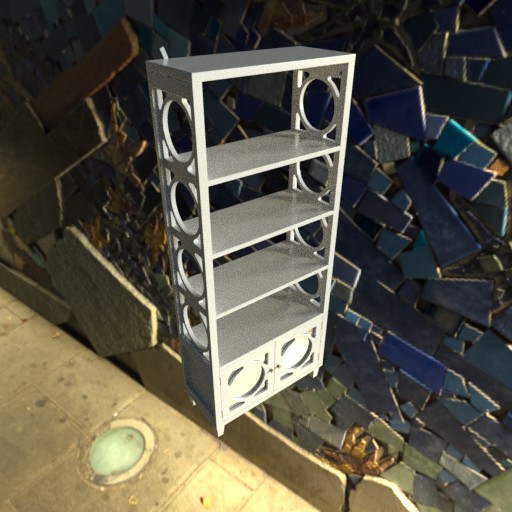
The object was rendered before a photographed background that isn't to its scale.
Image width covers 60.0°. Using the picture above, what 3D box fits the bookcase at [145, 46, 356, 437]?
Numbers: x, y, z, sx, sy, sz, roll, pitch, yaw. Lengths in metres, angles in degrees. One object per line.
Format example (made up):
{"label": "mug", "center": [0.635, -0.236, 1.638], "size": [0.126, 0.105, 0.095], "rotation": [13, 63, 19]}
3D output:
{"label": "bookcase", "center": [0.000, 0.000, 2.166], "size": [0.761, 1.869, 0.361], "rotation": [-22, 37, -31]}
